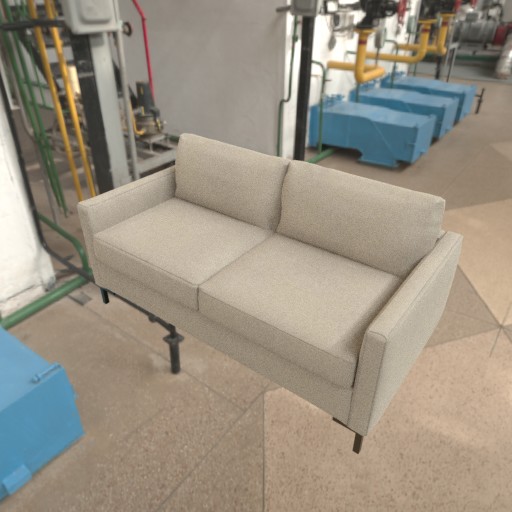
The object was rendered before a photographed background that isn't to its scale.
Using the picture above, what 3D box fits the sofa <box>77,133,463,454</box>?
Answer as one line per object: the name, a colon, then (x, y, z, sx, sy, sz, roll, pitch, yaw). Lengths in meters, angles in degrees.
sofa: (0.000, 0.000, 2.187, 1.682, 0.840, 0.875, 22, 38, 31)
